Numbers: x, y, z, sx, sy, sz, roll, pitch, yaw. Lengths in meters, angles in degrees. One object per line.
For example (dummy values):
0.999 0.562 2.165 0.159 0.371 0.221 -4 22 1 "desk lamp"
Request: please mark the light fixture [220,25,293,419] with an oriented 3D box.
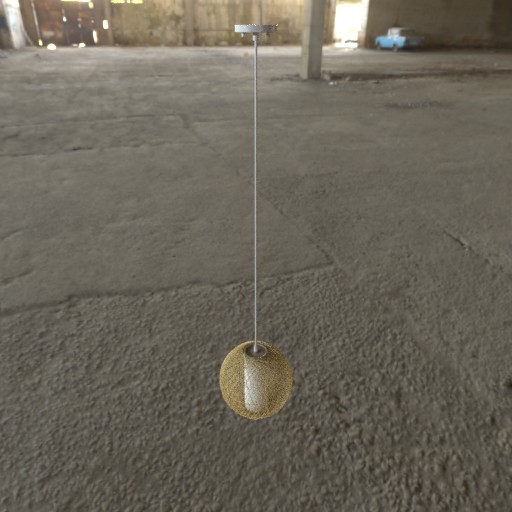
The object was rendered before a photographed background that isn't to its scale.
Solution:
0.000 0.000 2.115 0.407 1.955 0.406 -8 29 -15 "light fixture"
